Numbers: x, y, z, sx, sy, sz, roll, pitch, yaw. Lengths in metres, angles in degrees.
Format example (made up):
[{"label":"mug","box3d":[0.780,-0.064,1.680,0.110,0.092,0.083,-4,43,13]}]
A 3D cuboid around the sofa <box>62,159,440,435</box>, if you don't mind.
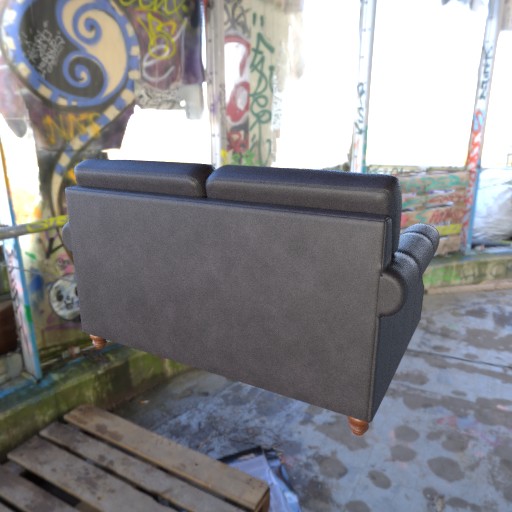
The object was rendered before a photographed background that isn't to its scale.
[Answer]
[{"label":"sofa","box3d":[0.000,0.000,2.269,1.663,0.979,1.030,9,19,28]}]
